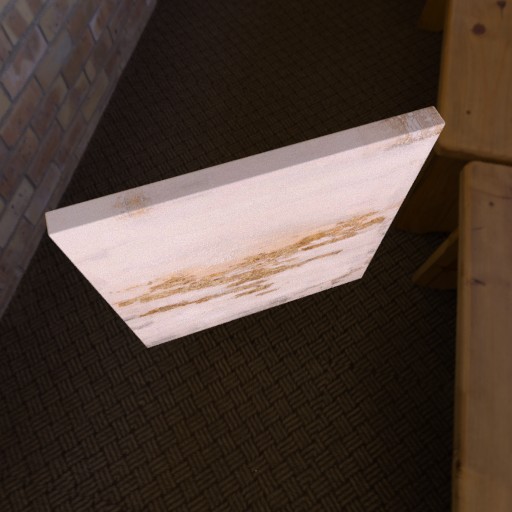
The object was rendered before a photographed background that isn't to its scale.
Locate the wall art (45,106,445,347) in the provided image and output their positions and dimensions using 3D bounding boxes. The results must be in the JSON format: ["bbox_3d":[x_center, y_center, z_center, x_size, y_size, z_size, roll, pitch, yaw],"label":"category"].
[{"bbox_3d":[0.000,0.000,0.930,0.611,0.613,0.040,-17,65,-8],"label":"wall art"}]
